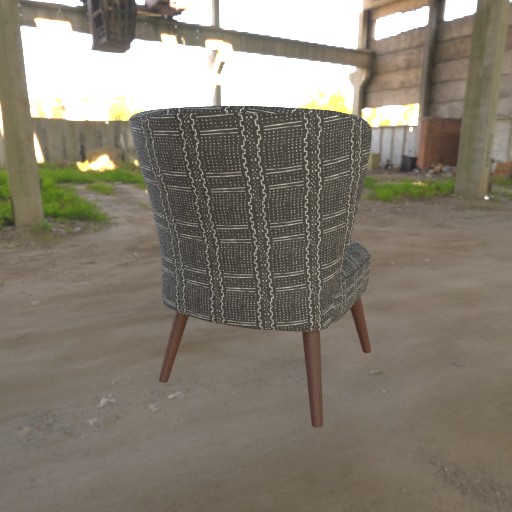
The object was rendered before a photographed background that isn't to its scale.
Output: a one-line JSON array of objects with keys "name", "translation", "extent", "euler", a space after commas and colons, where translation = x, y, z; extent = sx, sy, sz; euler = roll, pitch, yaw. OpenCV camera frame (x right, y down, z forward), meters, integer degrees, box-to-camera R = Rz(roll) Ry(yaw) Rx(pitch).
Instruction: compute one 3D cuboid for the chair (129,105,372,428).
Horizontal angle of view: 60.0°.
[{"name": "chair", "translation": [0.000, 0.000, 1.423], "extent": [0.710, 0.866, 0.758], "euler": [7, 16, 26]}]
